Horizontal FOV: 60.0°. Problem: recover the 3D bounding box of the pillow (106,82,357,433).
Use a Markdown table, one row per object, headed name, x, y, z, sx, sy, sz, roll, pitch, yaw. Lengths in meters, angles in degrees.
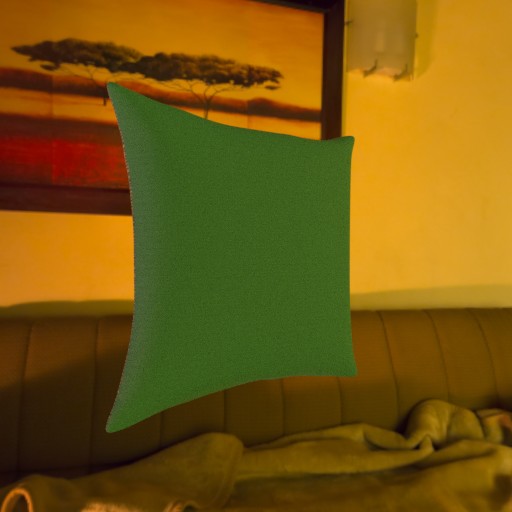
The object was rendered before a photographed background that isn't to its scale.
| name | x | y | z | sx | sy | sz | roll | pitch | yaw |
| --- | --- | --- | --- | --- | --- | --- | --- | --- | --- |
| pillow | 0.000 | 0.000 | 0.770 | 0.514 | 0.497 | 0.150 | 0 | -1 | -36 |
